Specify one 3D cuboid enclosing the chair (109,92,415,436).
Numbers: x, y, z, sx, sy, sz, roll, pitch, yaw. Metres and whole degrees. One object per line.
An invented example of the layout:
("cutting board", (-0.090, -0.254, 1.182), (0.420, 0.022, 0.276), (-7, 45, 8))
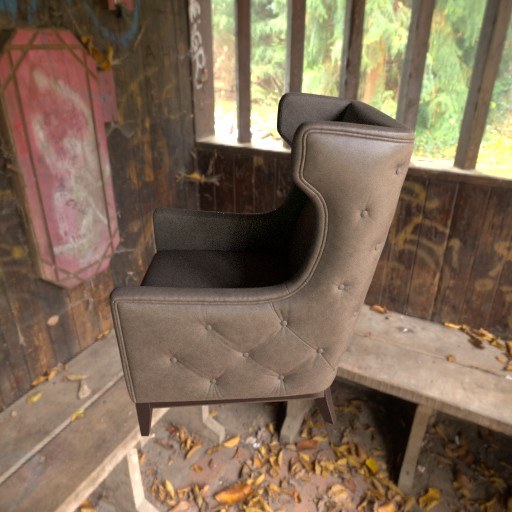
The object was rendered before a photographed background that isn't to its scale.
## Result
("chair", (0.000, 0.000, 1.646), (0.899, 1.079, 0.769), (0, 26, -1))
